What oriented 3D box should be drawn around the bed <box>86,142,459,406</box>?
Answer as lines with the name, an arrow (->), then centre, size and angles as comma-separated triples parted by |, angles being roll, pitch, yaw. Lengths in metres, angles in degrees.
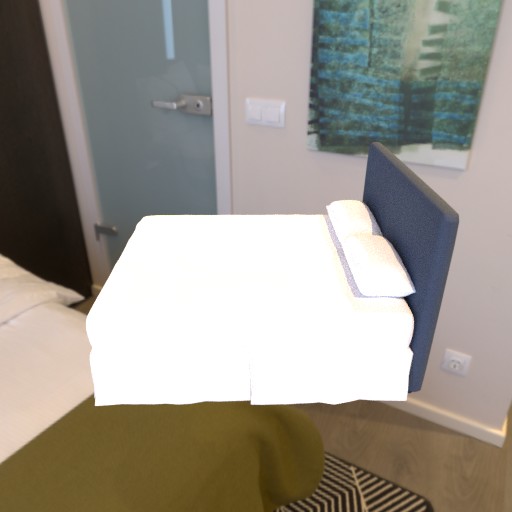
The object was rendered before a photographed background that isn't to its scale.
bed -> 0.000, 0.000, 3.311 | 2.162, 1.330, 1.713 | 0, 27, 0
